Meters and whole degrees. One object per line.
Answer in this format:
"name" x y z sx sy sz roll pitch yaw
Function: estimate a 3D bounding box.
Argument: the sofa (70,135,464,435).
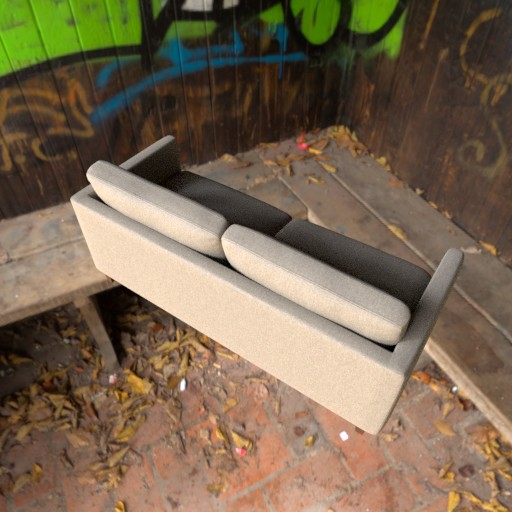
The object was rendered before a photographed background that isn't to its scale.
"sofa" 0.000 0.000 2.786 2.208 0.963 0.956 26 51 23
